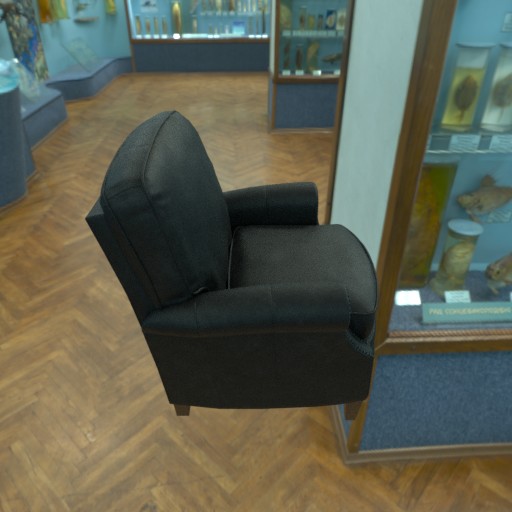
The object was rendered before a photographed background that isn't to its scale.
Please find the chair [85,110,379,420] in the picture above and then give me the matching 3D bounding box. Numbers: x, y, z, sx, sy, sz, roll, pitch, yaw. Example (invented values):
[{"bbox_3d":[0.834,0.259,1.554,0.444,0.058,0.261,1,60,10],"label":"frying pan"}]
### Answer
[{"bbox_3d":[0.000,0.000,1.731,0.986,1.018,0.936,0,32,0],"label":"chair"}]
